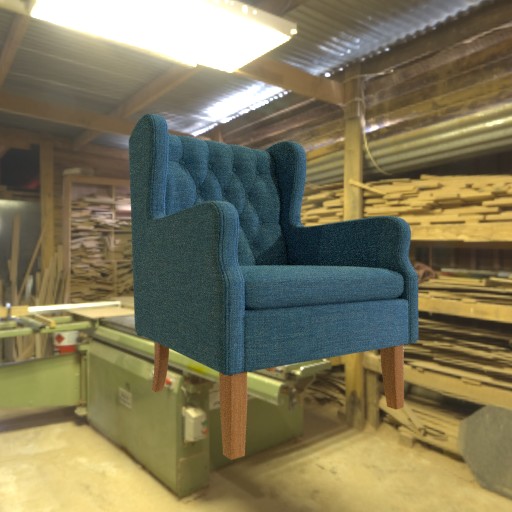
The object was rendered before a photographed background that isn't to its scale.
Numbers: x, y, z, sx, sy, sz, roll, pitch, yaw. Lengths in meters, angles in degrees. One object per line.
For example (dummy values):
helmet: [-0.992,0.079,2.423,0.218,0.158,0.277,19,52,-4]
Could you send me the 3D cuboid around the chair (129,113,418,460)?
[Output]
chair: [0.000,0.000,1.501,0.711,0.952,0.775,0,-1,-35]
